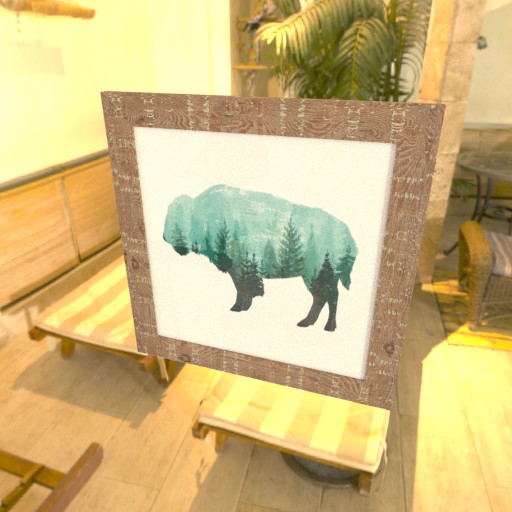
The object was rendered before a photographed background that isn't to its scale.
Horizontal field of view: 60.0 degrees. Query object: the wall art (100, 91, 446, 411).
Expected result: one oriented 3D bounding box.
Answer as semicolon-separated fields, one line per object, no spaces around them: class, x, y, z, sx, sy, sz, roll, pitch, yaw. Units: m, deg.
wall art;0.000;0.000;0.559;0.380;0.380;0.022;8;27;17
